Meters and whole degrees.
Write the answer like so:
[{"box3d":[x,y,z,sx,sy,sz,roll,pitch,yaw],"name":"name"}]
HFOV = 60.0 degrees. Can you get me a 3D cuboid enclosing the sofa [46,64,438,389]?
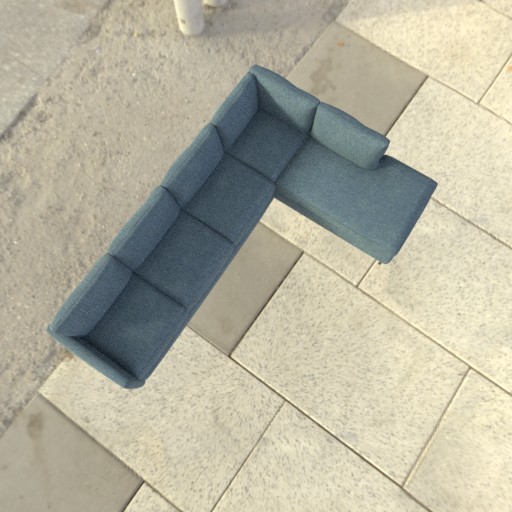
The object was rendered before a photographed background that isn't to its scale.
[{"box3d":[0.000,0.000,3.776,2.007,0.815,2.949,33,77,8],"name":"sofa"}]
